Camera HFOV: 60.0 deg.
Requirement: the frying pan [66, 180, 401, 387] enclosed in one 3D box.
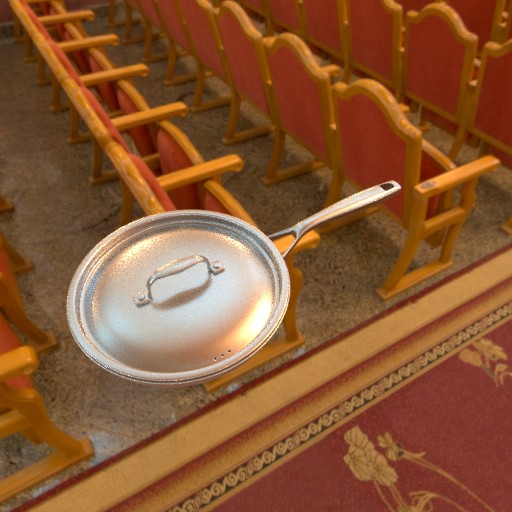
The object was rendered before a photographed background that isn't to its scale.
[{"bbox_3d":[0.000,0.000,0.596,0.490,0.086,0.272,-23,51,-20],"label":"frying pan"}]
